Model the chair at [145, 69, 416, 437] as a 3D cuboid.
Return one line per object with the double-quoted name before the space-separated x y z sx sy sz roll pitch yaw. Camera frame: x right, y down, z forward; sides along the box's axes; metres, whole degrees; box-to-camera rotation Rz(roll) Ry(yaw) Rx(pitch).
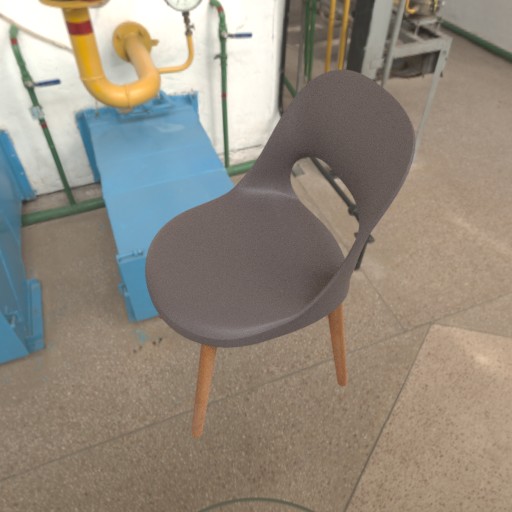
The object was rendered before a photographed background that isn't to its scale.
"chair" 0.000 0.000 1.122 0.556 0.794 0.470 -15 48 -14
